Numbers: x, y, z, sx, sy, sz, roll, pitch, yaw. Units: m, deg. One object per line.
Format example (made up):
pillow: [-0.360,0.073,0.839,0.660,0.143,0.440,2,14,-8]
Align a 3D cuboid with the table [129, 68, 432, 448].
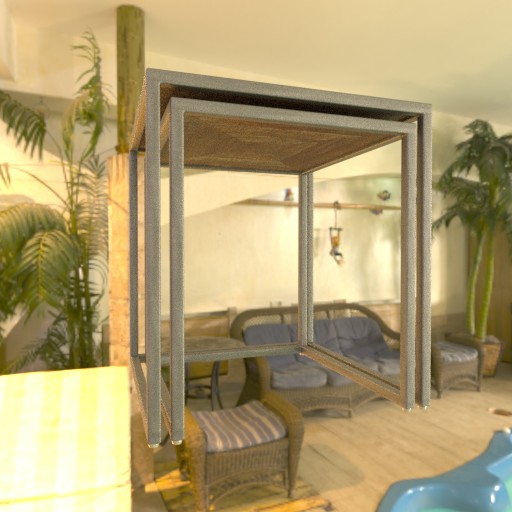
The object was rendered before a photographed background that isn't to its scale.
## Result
table: [0.000,0.000,0.859,0.450,0.500,0.449,0,1,-19]
